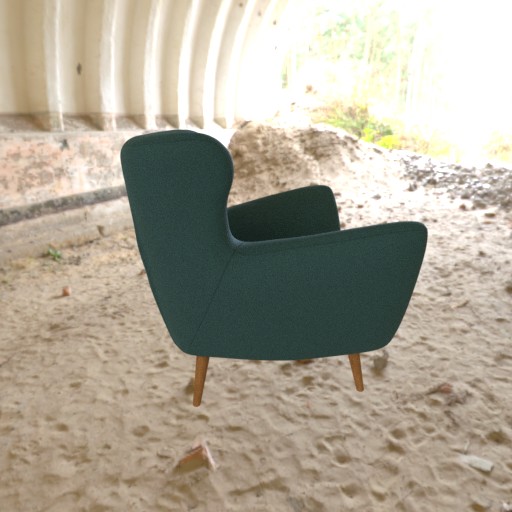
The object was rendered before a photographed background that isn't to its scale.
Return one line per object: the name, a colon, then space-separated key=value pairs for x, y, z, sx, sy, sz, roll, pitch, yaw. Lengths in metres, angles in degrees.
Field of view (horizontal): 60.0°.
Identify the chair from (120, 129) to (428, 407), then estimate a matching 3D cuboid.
chair: x=0.000 y=0.000 z=1.629 sx=0.889 sy=0.889 sz=0.890 roll=-3 pitch=17 yaw=-10
